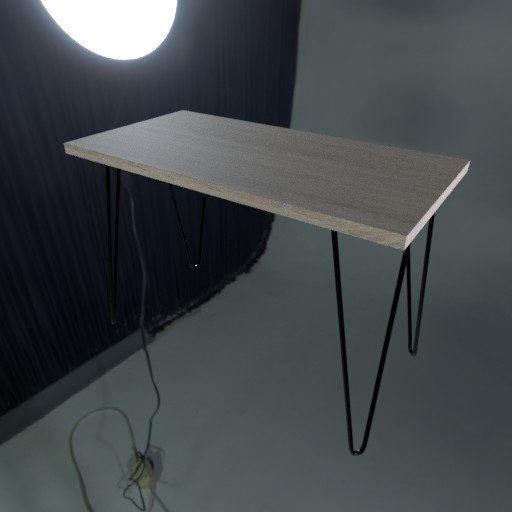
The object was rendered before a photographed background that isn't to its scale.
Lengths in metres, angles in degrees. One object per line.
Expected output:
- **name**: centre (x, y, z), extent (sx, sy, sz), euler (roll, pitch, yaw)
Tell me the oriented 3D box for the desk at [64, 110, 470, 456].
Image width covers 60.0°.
- **desk**: centre (0.000, 0.000, 1.370), extent (0.991, 0.660, 0.499), euler (19, 36, 29)
